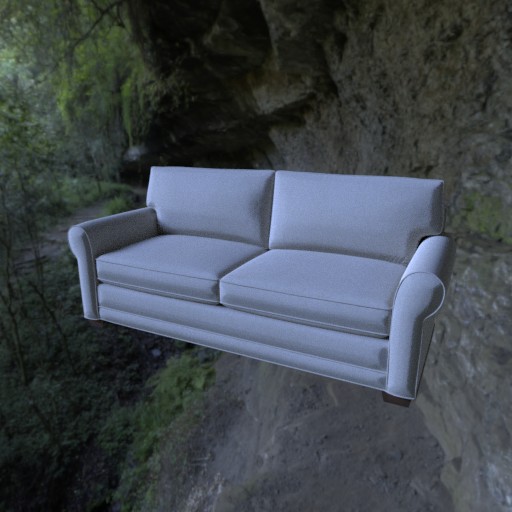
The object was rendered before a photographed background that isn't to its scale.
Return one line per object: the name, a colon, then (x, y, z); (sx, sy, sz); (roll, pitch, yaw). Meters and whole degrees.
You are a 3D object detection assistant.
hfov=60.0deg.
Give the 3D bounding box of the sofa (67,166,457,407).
sofa: (0.000, 0.000, 2.637); (2.146, 0.962, 0.901); (8, 18, 25)
